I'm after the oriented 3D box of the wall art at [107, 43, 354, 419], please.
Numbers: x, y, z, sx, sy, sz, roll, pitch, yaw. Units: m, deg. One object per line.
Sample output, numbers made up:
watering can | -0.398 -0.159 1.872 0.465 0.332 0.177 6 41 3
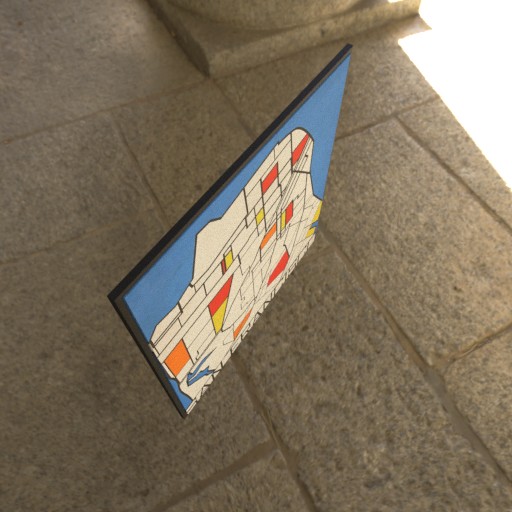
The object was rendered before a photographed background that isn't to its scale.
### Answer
wall art | 0.000 0.000 0.991 0.015 0.663 0.664 29 62 17
